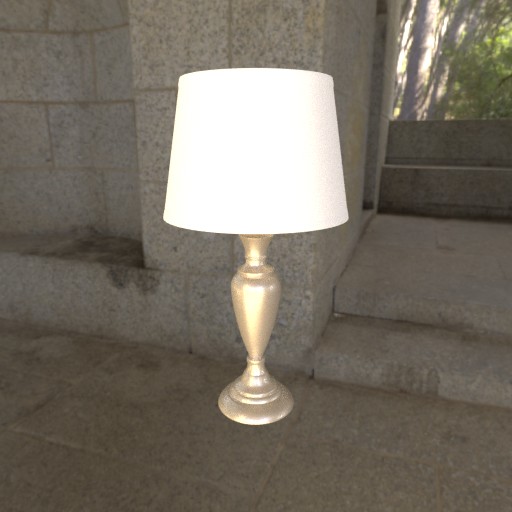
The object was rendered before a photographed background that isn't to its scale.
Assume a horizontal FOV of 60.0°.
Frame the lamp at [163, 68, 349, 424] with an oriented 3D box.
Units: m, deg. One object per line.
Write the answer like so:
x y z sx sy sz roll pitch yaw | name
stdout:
0.000 0.000 0.821 0.328 0.612 0.328 0 15 0 | lamp
